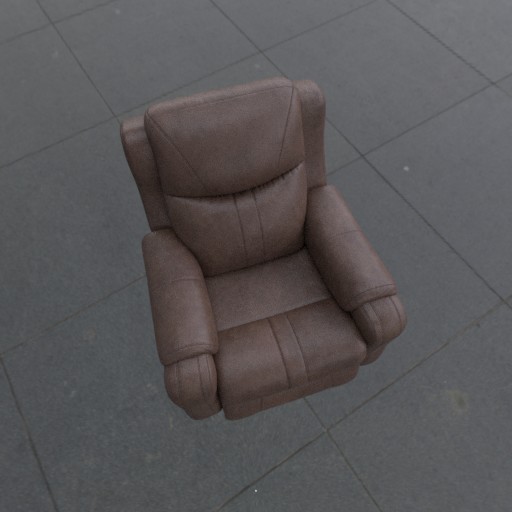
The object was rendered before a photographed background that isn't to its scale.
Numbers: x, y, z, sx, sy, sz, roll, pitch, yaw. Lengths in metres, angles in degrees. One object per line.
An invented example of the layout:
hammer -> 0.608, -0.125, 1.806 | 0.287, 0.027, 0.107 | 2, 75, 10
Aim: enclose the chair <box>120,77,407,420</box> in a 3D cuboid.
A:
chair -> 0.000, 0.000, 1.819 | 0.940, 0.990, 1.067 | -16, 63, -8
